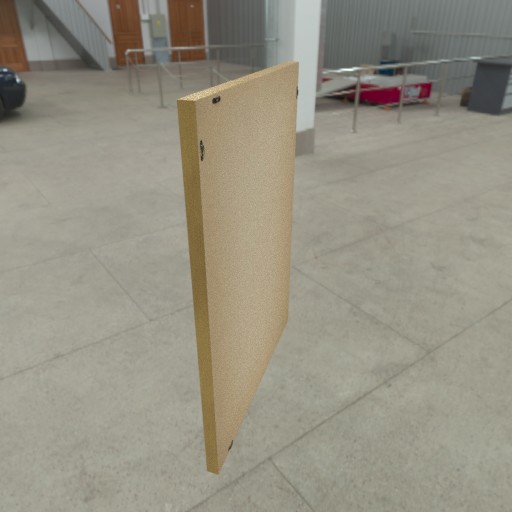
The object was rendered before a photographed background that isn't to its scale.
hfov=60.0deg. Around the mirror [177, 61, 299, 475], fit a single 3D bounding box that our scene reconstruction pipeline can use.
[{"bbox_3d":[0.000,0.000,1.336,0.041,1.016,0.762,9,30,16],"label":"mirror"}]
